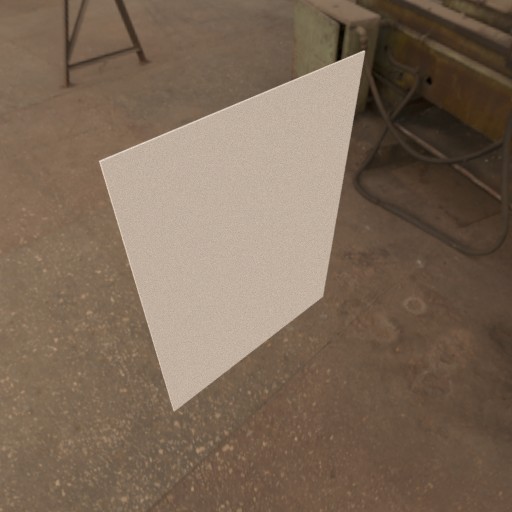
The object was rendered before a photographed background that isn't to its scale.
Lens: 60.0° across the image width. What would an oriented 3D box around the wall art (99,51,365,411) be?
[{"bbox_3d":[0.000,0.000,0.808,0.457,0.610,0.003,-33,54,-28],"label":"wall art"}]
